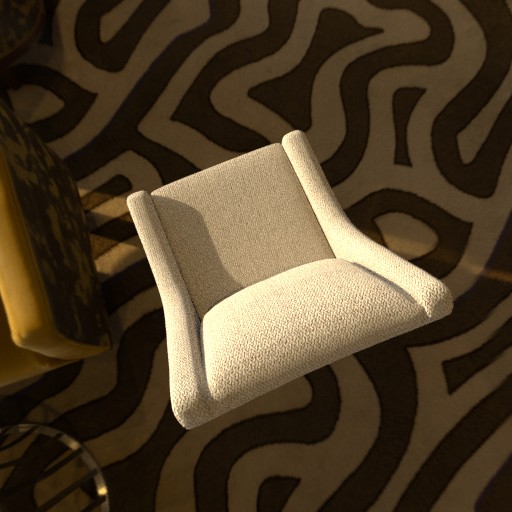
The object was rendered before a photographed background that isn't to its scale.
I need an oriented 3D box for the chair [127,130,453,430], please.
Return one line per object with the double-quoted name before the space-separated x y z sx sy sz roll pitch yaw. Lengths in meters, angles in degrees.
"chair" 0.000 0.000 1.649 0.774 1.014 0.870 -22 78 -5
